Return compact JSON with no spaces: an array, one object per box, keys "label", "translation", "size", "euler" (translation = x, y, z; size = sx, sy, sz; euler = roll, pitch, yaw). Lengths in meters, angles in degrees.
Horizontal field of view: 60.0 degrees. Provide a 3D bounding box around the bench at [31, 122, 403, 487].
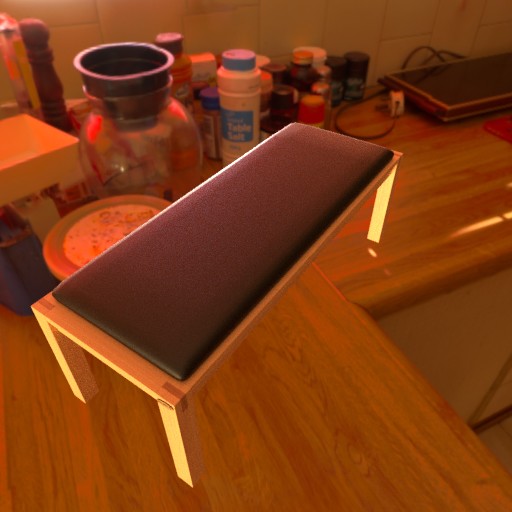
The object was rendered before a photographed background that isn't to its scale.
[{"label":"bench","translation":[0.000,0.000,1.416],"size":[0.450,0.430,1.202],"euler":[25,47,25]}]
